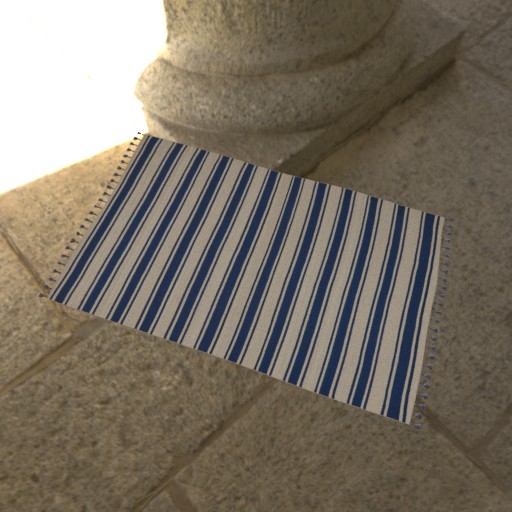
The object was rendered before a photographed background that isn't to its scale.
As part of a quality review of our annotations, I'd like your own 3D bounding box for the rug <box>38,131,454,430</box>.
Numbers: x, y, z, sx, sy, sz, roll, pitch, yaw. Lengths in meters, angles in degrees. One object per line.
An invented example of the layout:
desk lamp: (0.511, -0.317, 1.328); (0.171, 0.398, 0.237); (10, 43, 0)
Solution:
rug: (0.000, 0.000, 2.525); (2.108, 0.009, 1.248); (17, 64, 9)
